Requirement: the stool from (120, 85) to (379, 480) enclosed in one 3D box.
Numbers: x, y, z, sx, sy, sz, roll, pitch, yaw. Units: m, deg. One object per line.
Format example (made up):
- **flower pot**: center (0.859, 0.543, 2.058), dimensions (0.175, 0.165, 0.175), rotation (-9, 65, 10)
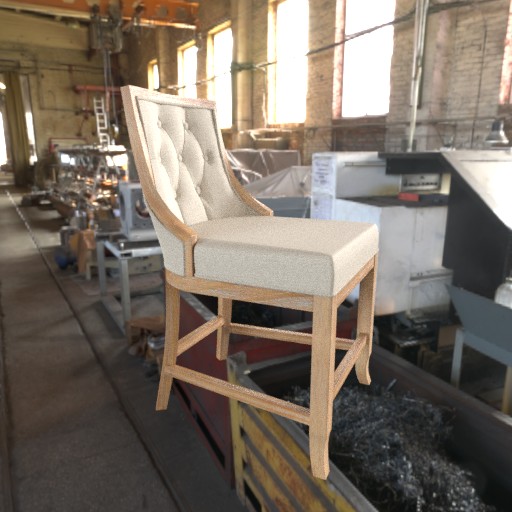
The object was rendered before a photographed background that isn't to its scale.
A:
- **stool**: center (0.000, 0.000, 1.319), dimensions (0.626, 0.938, 0.524), rotation (6, 15, 25)
